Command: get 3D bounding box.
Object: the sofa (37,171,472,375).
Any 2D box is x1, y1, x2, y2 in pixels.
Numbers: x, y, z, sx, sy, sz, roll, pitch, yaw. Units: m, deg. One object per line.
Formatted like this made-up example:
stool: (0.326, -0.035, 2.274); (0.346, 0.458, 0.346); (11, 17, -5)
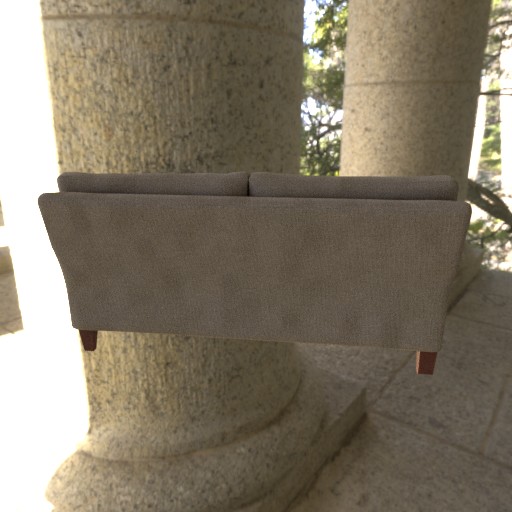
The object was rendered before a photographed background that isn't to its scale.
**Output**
sofa: (0.000, 0.000, 2.747); (2.193, 1.096, 1.069); (2, 17, 7)
